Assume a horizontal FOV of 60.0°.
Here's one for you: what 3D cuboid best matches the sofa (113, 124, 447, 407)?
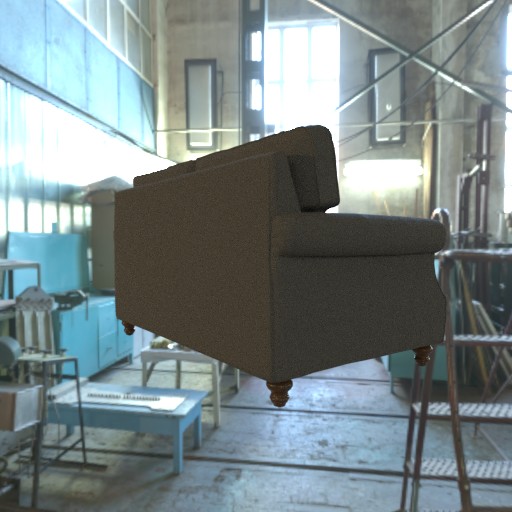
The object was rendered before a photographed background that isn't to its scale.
[{"bbox_3d":[0.000,0.000,2.231,0.964,0.937,1.665,-1,3,-36],"label":"sofa"}]
